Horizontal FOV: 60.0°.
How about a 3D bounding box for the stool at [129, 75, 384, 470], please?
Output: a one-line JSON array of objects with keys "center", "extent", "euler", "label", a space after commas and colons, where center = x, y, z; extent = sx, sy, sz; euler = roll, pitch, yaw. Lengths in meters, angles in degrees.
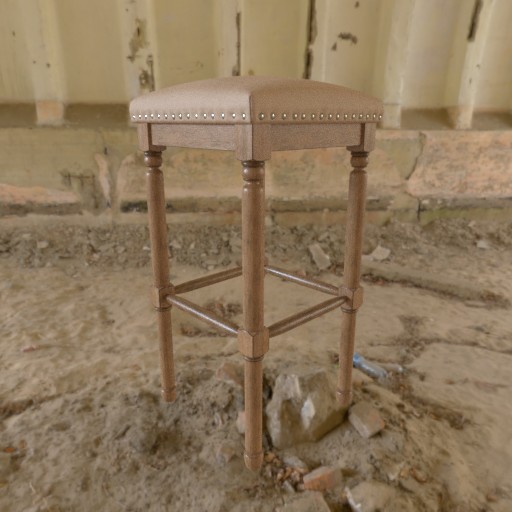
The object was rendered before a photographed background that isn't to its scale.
[{"center": [0.000, 0.000, 1.019], "extent": [0.383, 0.768, 0.382], "euler": [-16, 23, -41], "label": "stool"}]
